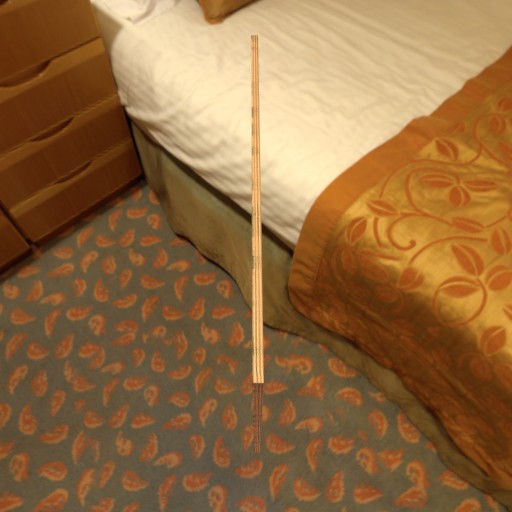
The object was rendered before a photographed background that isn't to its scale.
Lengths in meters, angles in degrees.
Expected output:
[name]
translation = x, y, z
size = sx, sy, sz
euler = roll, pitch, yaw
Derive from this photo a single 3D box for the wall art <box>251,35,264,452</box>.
[wall art]
translation = 0.000, 0.000, 0.689
size = 0.010, 0.408, 0.508
euler = 0, 58, 0
